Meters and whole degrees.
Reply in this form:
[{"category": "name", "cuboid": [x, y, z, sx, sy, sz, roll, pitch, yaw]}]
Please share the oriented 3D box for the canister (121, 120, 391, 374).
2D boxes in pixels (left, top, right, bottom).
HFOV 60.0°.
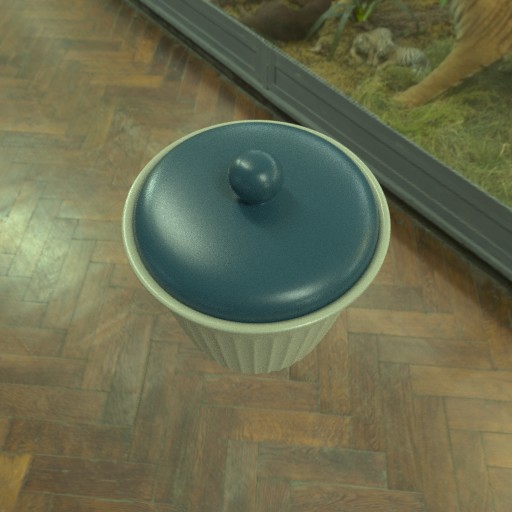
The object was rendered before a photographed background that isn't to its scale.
[{"category": "canister", "cuboid": [0.000, 0.000, 0.350, 0.181, 0.211, 0.181, 0, 57, 0]}]
